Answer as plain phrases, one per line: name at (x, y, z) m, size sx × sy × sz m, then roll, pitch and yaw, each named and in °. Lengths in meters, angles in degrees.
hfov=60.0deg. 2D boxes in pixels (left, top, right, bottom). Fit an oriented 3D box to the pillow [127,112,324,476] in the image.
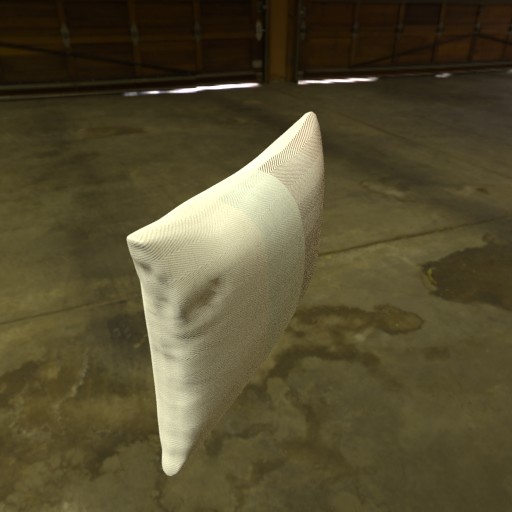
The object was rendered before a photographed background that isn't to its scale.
pillow at (0.000, 0.000, 0.623) m, size 0.139 × 0.305 × 0.506 m, roll 11°, pitch 31°, yaw 20°
